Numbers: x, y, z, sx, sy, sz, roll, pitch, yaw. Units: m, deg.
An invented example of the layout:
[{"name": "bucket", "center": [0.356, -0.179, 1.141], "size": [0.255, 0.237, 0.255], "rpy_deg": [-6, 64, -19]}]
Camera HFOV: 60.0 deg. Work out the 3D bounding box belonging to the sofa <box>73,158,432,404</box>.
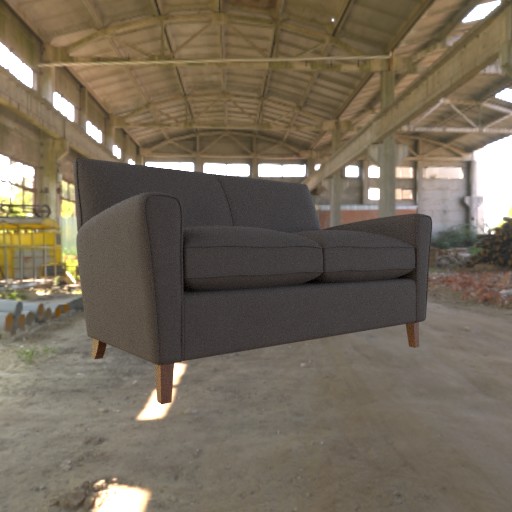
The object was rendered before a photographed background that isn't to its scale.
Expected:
[{"name": "sofa", "center": [0.000, 0.000, 1.991], "size": [1.420, 0.846, 0.871], "rpy_deg": [-1, 1, -37]}]
